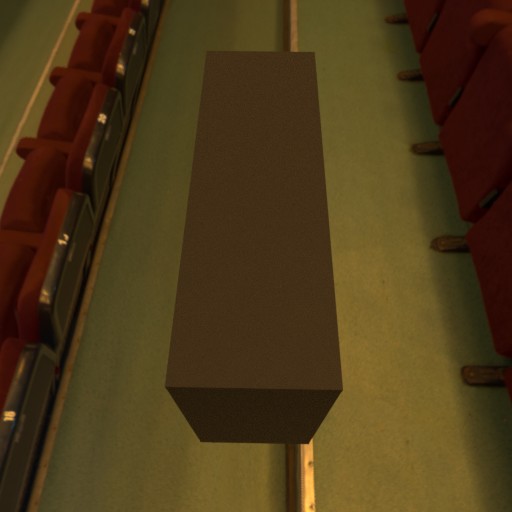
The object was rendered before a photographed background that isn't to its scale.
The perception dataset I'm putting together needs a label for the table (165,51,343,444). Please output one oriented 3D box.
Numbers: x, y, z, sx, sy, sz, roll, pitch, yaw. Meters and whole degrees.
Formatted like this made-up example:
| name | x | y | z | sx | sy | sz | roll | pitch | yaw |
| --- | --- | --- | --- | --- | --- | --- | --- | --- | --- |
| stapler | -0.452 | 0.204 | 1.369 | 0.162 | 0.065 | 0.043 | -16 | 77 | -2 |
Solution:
| name | x | y | z | sx | sy | sz | roll | pitch | yaw |
| --- | --- | --- | --- | --- | --- | --- | --- | --- | --- |
| table | 0.000 | 0.000 | 1.642 | 0.400 | 0.855 | 1.200 | 1 | 59 | 1 |
